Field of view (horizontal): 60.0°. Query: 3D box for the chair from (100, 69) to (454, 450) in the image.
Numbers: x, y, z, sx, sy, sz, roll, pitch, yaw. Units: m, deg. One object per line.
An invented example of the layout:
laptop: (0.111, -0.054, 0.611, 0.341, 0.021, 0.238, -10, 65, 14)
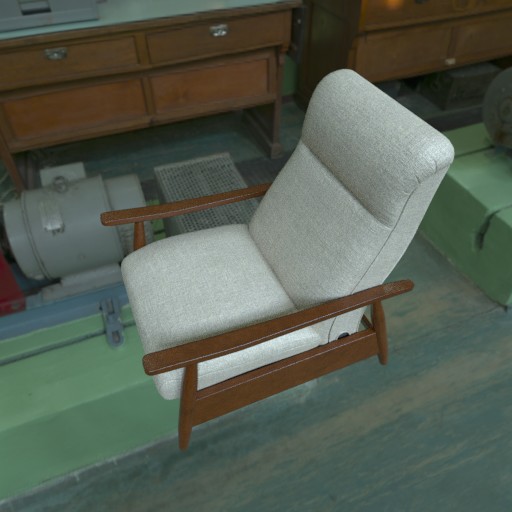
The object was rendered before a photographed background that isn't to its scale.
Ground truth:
chair: (0.000, 0.000, 1.697, 1.014, 1.082, 0.762, -17, 48, -16)
